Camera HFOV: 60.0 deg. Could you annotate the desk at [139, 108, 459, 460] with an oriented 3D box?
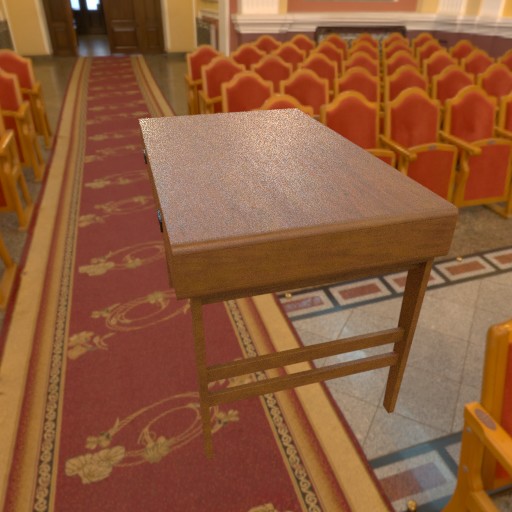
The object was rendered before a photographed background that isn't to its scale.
[{"bbox_3d":[0.000,0.000,1.566,0.660,0.754,1.066,-8,32,-14],"label":"desk"}]
